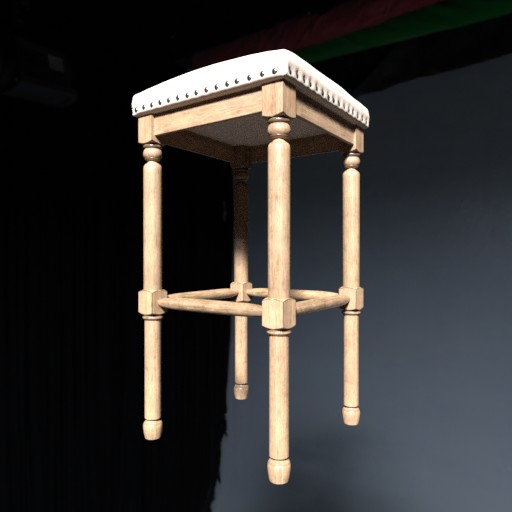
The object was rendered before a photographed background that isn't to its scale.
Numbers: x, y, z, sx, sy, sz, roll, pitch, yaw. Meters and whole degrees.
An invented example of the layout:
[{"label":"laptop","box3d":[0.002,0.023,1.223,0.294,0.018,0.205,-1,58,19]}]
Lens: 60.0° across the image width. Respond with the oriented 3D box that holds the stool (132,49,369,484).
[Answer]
[{"label":"stool","box3d":[0.000,0.000,0.980,0.383,0.768,0.382,0,0,35]}]
